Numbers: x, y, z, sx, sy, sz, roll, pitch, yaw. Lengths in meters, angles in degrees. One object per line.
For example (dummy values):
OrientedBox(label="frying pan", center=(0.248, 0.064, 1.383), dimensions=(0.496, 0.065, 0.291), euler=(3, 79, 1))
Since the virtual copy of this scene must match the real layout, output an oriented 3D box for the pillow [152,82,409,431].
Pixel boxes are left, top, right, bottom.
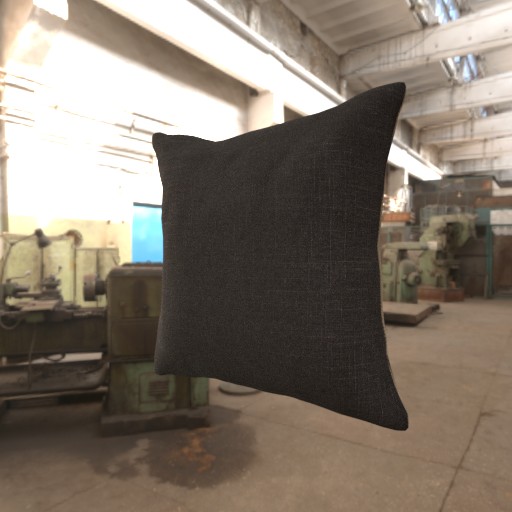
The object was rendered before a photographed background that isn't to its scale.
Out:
OrientedBox(label="pillow", center=(0.000, 0.000, 0.687), dimensions=(0.468, 0.444, 0.138), euler=(1, 1, 36))
